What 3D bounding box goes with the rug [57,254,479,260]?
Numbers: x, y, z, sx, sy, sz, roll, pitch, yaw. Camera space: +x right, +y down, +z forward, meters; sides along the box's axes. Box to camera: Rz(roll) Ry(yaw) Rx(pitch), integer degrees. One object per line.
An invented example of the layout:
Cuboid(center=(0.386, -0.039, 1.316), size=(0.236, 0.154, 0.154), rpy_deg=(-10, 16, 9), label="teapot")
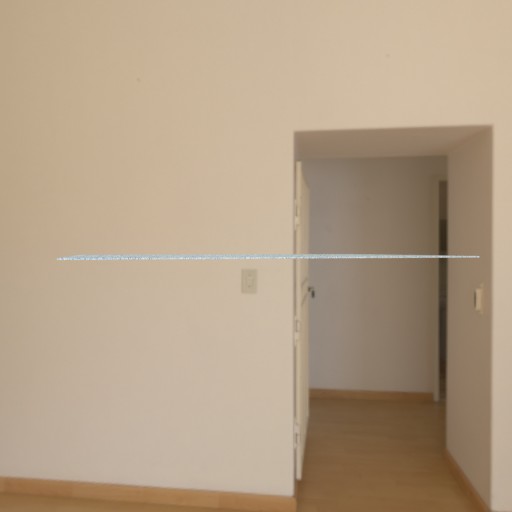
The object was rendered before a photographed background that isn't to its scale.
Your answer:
Cuboid(center=(0.000, 0.000, 2.274), size=(1.752, 0.006, 1.142), rpy_deg=(0, 1, -18), label="rug")
